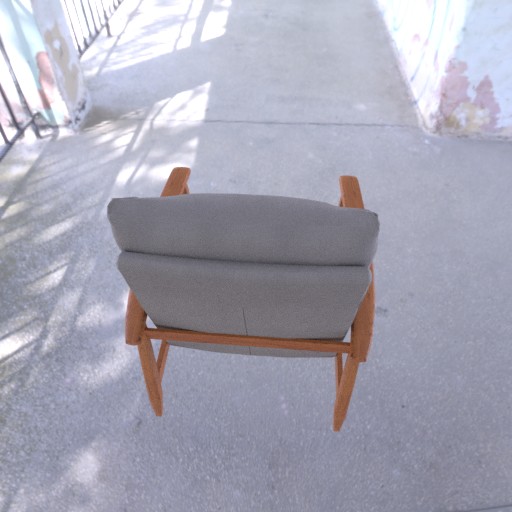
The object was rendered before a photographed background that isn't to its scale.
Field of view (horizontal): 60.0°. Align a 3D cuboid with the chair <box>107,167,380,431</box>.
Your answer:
[{"bbox_3d":[0.000,0.000,1.530,0.782,0.922,0.816,4,48,3],"label":"chair"}]
